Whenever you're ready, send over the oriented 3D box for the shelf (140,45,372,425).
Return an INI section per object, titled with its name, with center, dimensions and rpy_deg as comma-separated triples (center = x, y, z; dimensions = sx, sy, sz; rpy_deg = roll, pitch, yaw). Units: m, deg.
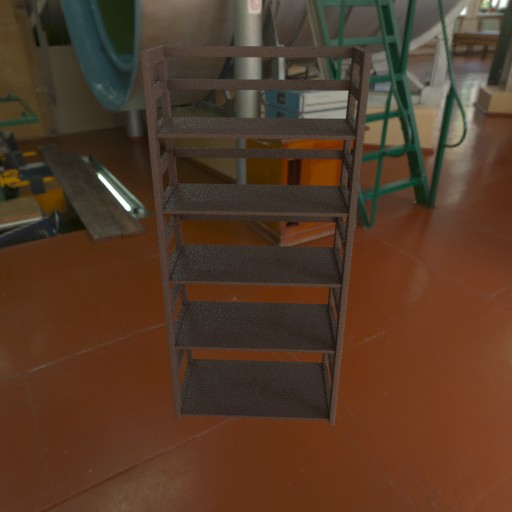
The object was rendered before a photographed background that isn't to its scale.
[shelf]
center = 0.000, 0.000, 1.896
dimensions = 0.763, 1.600, 0.403
rpy_deg = 1, 30, 2
